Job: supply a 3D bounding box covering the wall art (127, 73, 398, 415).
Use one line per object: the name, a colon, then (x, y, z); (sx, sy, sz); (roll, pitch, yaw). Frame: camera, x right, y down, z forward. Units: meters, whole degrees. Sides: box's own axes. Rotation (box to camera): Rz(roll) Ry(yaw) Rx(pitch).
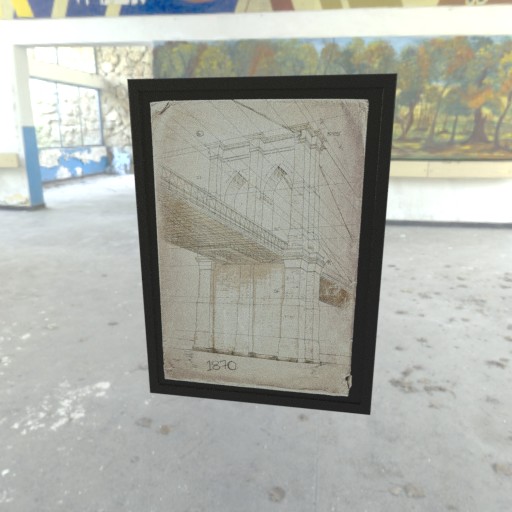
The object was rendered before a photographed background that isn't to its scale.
wall art: (0.000, 0.000, 1.281); (0.707, 0.967, 0.013); (3, 16, 9)
